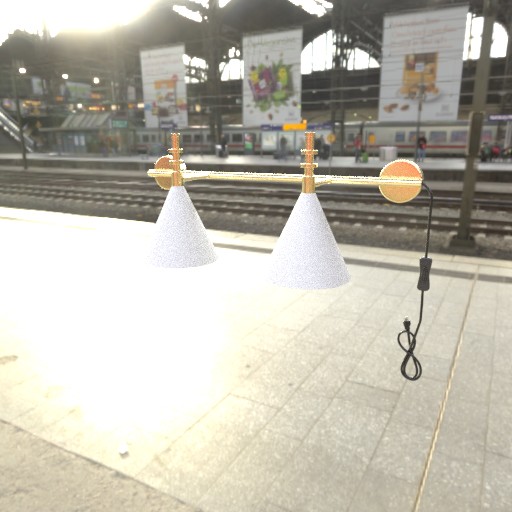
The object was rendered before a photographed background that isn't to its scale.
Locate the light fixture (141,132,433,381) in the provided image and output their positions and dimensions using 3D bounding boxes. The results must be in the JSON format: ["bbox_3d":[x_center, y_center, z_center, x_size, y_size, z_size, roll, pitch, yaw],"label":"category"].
[{"bbox_3d":[0.000,0.000,0.877,0.642,0.468,0.239,7,16,26],"label":"light fixture"}]
